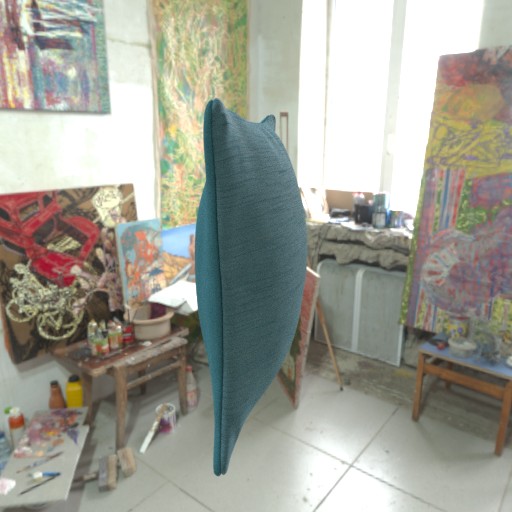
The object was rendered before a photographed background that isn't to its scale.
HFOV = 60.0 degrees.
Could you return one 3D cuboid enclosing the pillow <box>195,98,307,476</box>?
[{"bbox_3d":[0.000,0.000,0.657,0.151,0.415,0.433,2,16,9],"label":"pillow"}]
